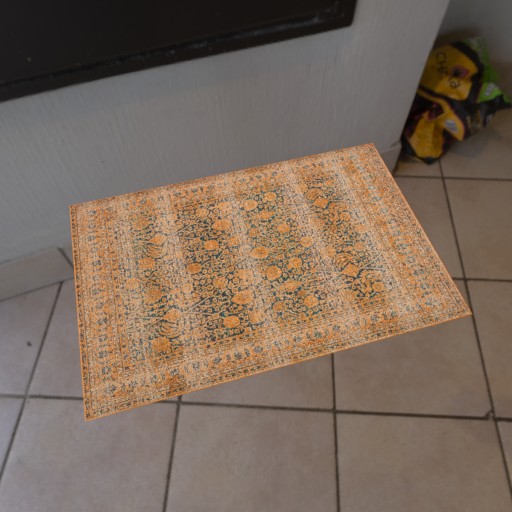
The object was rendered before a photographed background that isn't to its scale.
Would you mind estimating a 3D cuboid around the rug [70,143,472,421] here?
[{"bbox_3d":[0.000,0.000,2.942,2.336,0.007,1.525,-13,59,-8],"label":"rug"}]
